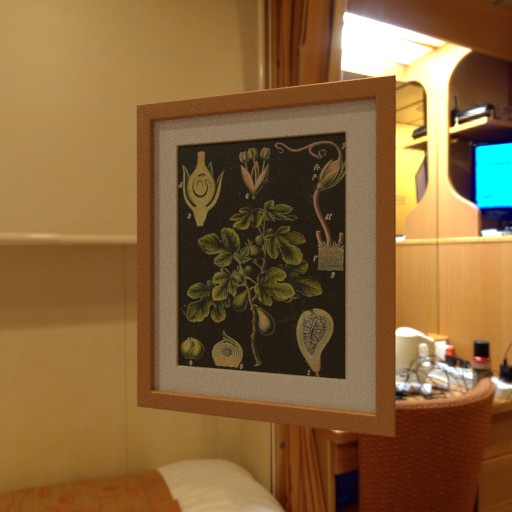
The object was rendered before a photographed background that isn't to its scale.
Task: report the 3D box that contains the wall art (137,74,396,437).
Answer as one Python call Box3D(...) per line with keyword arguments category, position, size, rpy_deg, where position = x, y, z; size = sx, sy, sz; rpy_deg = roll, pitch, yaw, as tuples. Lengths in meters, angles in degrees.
Box3D(category="wall art", position=(0.000, 0.000, 0.515), size=(0.310, 0.379, 0.015), rpy_deg=(0, 0, 18))
